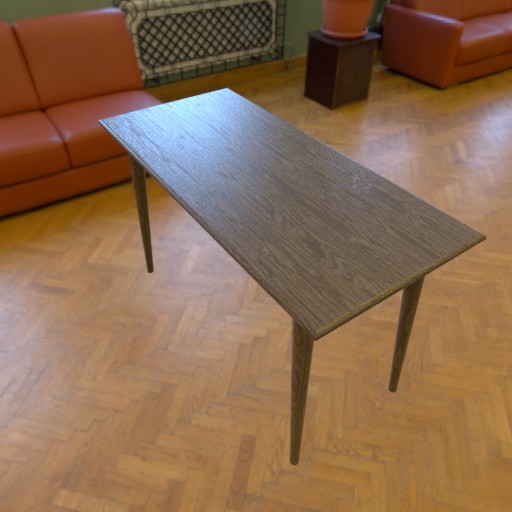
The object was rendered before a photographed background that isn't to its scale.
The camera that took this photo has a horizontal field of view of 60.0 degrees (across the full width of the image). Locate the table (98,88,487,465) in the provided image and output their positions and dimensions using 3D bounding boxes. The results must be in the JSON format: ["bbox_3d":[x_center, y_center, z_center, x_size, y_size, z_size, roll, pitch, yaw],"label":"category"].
[{"bbox_3d":[0.000,0.000,1.709,0.599,0.780,1.300,-24,47,-26],"label":"table"}]
